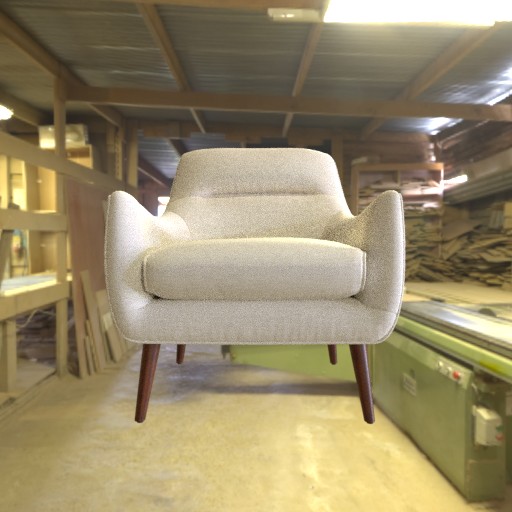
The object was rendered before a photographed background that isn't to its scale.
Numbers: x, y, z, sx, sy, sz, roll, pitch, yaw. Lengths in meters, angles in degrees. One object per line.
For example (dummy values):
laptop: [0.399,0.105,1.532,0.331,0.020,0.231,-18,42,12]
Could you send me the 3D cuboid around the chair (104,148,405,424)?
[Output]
chair: [0.000,0.000,1.451,0.762,0.838,0.787,0,1,1]
